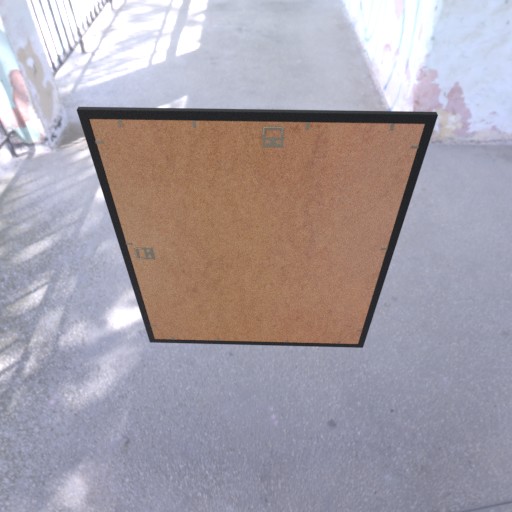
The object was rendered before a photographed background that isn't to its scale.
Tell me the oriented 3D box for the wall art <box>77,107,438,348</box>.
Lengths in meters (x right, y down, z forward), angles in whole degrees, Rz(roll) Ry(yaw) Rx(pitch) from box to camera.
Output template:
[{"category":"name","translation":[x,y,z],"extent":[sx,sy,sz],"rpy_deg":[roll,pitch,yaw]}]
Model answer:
[{"category":"wall art","translation":[0.000,0.000,0.928],"extent":[0.559,0.660,0.018],"rpy_deg":[1,46,1]}]
